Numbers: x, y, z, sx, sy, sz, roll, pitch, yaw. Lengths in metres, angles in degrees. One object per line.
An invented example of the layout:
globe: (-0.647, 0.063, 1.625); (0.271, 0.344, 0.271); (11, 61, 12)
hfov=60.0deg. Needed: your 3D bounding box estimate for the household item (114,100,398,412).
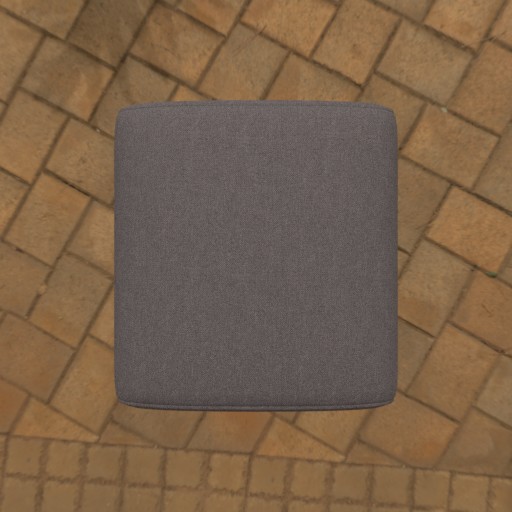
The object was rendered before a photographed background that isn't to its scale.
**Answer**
household item: (0.000, 0.000, 0.901); (0.530, 0.410, 0.530); (0, 90, 0)
